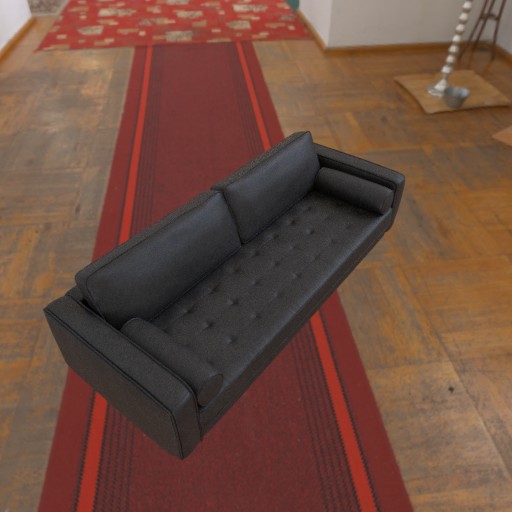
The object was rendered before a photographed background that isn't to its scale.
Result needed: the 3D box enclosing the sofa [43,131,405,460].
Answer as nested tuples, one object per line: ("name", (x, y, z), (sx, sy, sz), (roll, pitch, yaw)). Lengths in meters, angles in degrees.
("sofa", (0.000, 0.000, 2.645), (0.914, 0.762, 2.210), (27, 49, 27))
